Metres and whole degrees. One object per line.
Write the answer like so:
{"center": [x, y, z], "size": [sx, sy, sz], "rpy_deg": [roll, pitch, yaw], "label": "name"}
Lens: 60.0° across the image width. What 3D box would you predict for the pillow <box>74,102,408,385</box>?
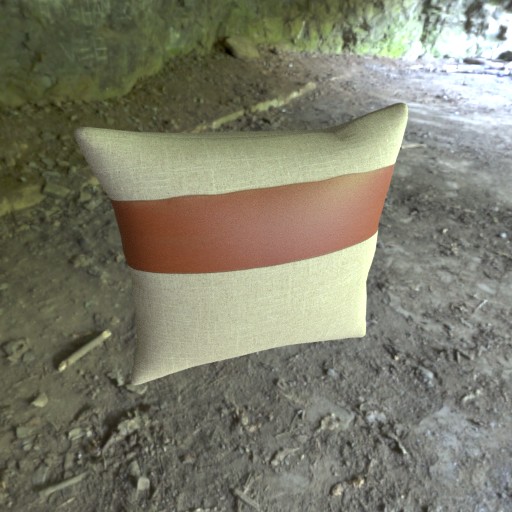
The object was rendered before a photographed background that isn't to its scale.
{"center": [0.000, 0.000, 0.635], "size": [0.414, 0.399, 0.173], "rpy_deg": [-9, 33, -14], "label": "pillow"}
